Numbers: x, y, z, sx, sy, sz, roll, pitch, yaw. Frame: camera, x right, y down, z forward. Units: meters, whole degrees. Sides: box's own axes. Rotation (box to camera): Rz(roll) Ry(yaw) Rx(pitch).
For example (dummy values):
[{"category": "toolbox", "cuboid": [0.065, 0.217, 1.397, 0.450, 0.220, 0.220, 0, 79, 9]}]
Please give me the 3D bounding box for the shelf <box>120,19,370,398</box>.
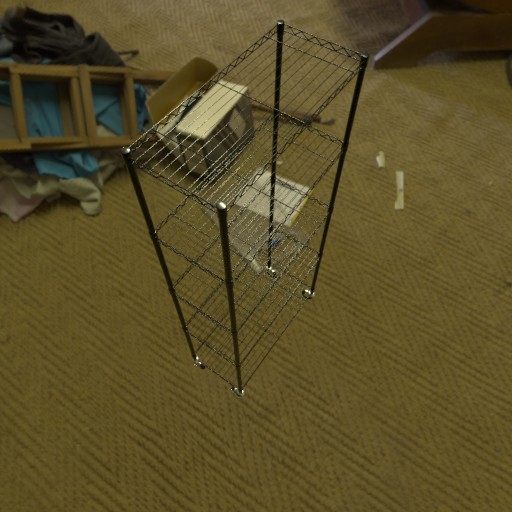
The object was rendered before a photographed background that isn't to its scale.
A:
[{"category": "shelf", "cuboid": [0.000, 0.000, 1.936, 0.356, 1.645, 0.762, 31, 62, 18]}]
